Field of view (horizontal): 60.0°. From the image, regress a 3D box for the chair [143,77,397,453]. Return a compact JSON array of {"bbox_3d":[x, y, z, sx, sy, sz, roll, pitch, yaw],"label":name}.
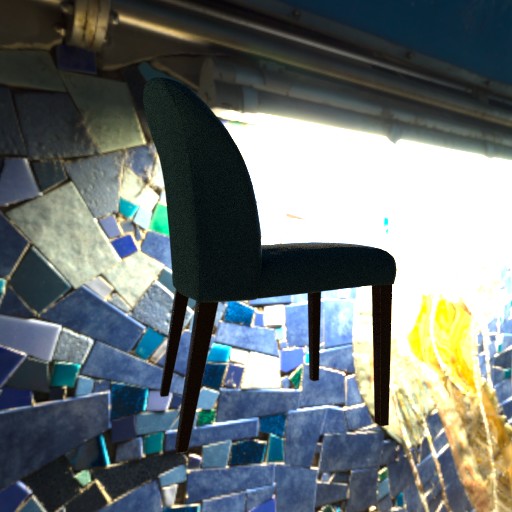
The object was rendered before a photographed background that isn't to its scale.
[{"bbox_3d":[0.000,0.000,1.261,0.620,0.879,0.507,0,1,-17],"label":"chair"}]
